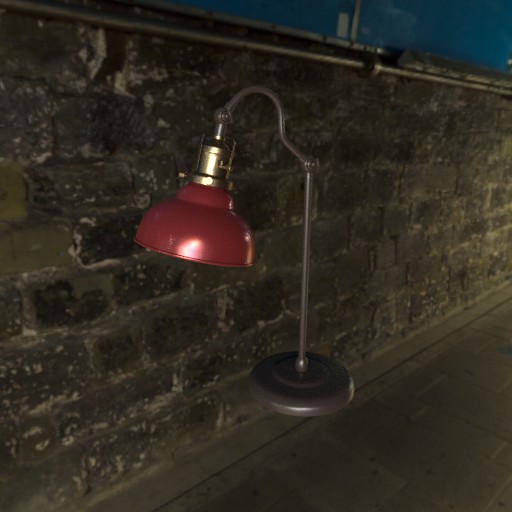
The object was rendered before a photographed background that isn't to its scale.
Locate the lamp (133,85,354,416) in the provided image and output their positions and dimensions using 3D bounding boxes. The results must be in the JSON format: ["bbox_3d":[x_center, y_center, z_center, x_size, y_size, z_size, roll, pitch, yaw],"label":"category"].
[{"bbox_3d":[0.000,0.000,0.704,0.374,0.508,0.192,-7,17,-25],"label":"lamp"}]
